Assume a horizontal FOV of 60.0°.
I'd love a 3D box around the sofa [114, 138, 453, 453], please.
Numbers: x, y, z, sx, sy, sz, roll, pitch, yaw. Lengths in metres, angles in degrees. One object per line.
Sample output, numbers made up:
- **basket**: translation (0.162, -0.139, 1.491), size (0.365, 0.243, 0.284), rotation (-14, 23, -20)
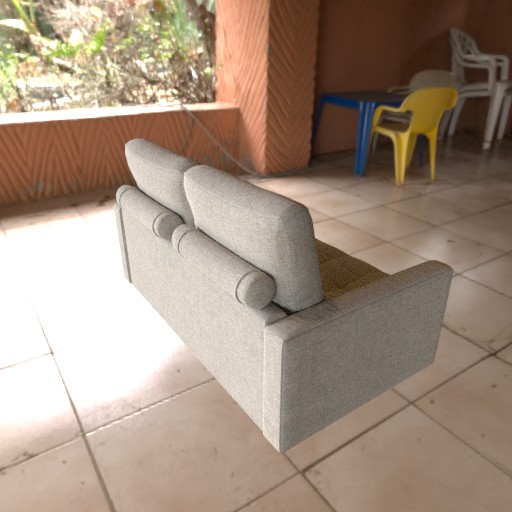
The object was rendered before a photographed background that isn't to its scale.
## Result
- **sofa**: translation (0.000, 0.000, 1.955), size (0.842, 0.907, 1.407), rotation (-17, 30, -31)
